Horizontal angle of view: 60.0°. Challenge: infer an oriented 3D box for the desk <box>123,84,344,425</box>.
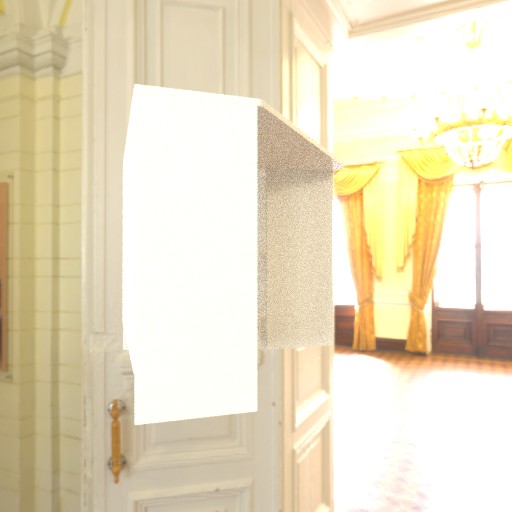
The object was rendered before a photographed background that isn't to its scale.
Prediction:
[{"bbox_3d":[0.000,0.000,1.653,0.926,0.818,0.940,0,0,-18],"label":"desk"}]
